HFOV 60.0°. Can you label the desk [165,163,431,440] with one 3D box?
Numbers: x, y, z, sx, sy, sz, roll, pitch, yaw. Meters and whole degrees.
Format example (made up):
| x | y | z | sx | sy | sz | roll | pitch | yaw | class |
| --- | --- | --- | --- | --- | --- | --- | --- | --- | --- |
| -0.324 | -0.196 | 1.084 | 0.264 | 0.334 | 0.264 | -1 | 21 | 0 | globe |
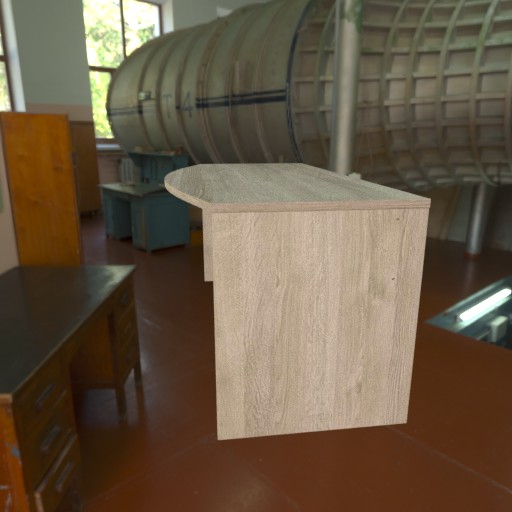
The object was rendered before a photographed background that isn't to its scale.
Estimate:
| x | y | z | sx | sy | sz | roll | pitch | yaw | class |
| --- | --- | --- | --- | --- | --- | --- | --- | --- | --- |
| 0.000 | 0.000 | 2.094 | 0.802 | 0.752 | 1.600 | -2 | 16 | -8 | desk |
